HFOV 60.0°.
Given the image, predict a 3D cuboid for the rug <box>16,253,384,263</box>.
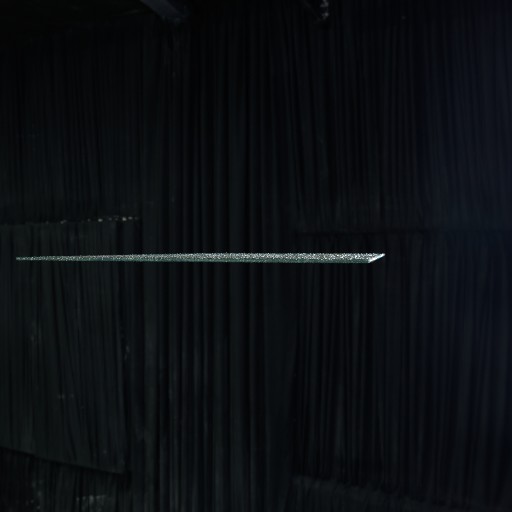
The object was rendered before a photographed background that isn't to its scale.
[{"bbox_3d":[0.000,0.000,2.251,1.212,0.010,1.811,0,1,17],"label":"rug"}]
